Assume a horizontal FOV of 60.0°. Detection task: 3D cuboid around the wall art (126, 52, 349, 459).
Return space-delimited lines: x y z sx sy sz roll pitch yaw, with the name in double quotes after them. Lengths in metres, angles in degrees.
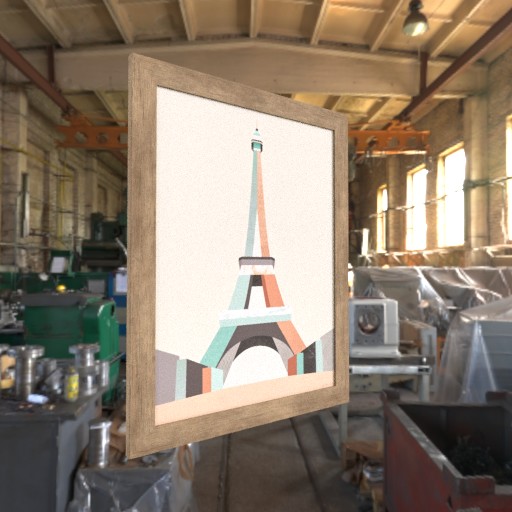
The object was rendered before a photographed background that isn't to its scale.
0.000 0.000 0.910 0.534 0.686 0.018 1 -2 -36 "wall art"
